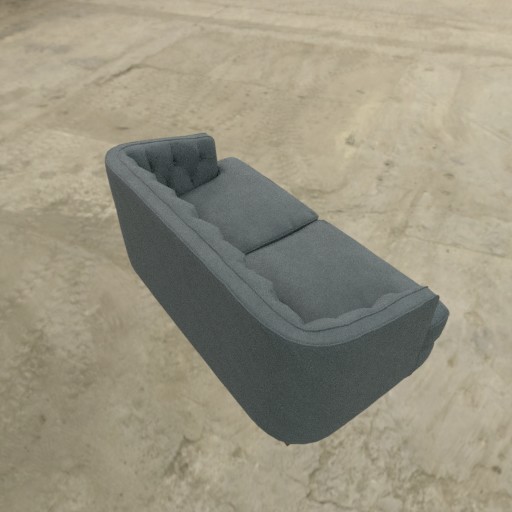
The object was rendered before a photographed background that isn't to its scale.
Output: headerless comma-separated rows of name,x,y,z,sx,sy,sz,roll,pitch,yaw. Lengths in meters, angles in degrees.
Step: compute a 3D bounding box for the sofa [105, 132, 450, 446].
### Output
sofa,0.000,0.000,2.291,0.941,0.855,1.733,-27,48,-26
